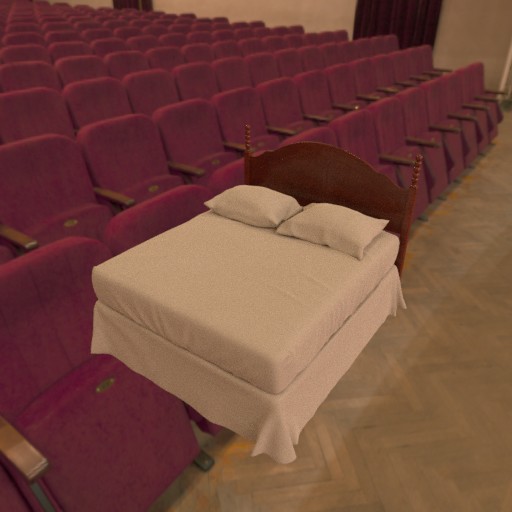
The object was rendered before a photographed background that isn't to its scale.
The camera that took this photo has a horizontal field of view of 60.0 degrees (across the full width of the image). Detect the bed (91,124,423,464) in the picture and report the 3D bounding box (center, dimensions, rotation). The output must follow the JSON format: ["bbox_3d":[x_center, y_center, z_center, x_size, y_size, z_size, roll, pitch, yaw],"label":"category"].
[{"bbox_3d":[0.000,0.000,3.345,1.873,1.356,2.040,20,35,31],"label":"bed"}]
